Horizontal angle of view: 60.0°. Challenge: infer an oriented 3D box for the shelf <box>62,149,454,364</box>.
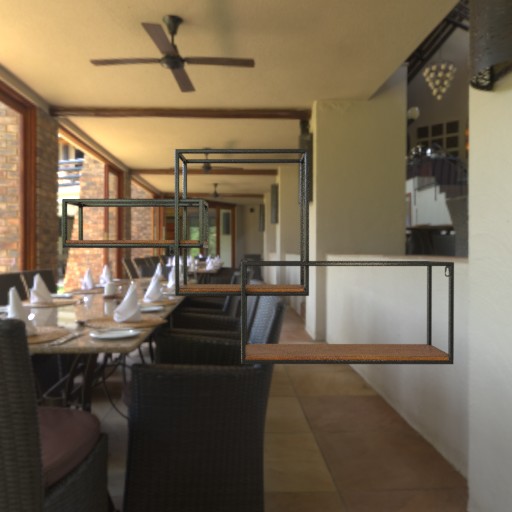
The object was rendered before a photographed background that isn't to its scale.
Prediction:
[{"bbox_3d":[0.000,0.000,2.131,1.781,0.972,0.275,0,1,0],"label":"shelf"}]
